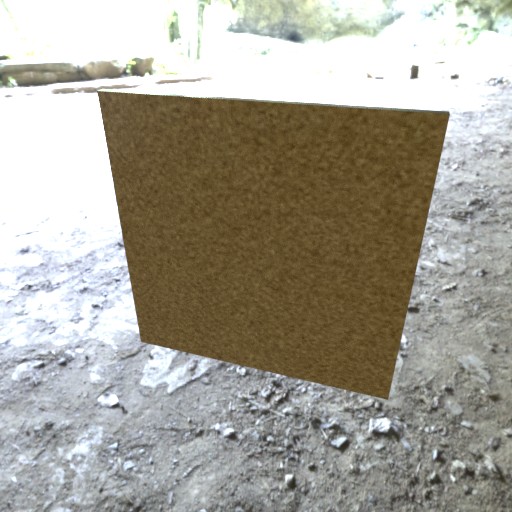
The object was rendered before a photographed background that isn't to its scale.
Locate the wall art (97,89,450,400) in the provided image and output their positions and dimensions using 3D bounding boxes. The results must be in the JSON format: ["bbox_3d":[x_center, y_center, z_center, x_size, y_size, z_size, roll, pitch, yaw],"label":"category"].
[{"bbox_3d":[0.000,0.000,0.657,0.446,0.445,0.014,9,32,15],"label":"wall art"}]
